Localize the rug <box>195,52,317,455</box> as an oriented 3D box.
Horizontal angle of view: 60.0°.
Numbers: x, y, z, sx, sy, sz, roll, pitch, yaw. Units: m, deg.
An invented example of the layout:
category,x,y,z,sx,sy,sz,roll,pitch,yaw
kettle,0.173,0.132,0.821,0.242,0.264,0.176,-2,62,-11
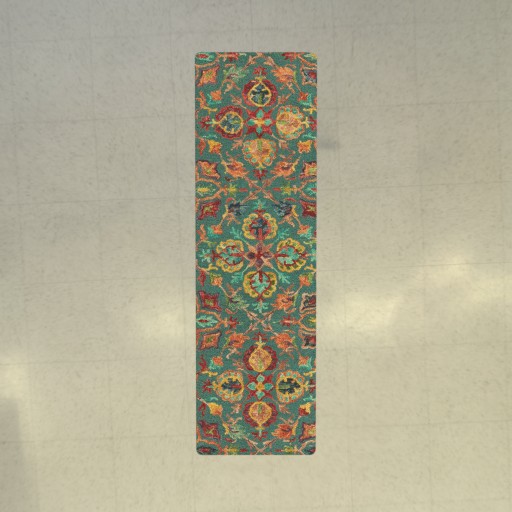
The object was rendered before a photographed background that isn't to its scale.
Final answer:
category,x,y,z,sx,sy,sz,roll,pitch,yaw
rug,0.000,0.000,2.515,0.686,0.013,2.286,0,91,0
